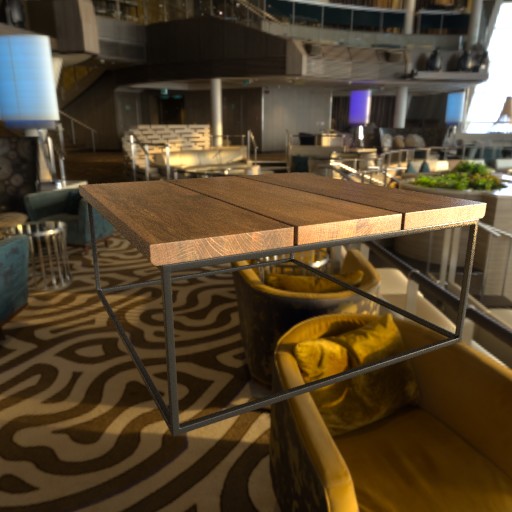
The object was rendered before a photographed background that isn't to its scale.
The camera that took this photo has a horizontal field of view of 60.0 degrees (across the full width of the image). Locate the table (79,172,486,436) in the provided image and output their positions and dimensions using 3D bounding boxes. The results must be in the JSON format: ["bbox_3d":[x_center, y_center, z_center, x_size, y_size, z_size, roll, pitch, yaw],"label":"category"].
[{"bbox_3d":[0.000,0.000,1.404,0.900,0.400,0.900,-9,19,-27],"label":"table"}]
